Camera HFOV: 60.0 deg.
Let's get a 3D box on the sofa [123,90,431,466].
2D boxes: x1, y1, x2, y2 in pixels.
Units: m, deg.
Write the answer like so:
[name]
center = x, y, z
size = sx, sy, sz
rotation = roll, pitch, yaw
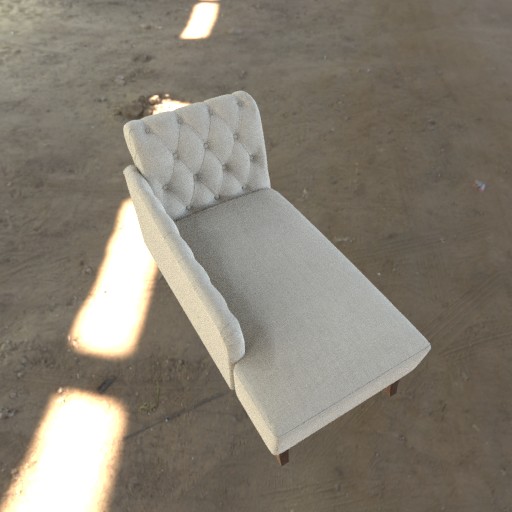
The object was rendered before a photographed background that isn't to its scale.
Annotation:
[sofa]
center = 0.000, 0.000, 1.862
size = 0.675, 0.787, 1.379
rotation = -23, 51, -20
